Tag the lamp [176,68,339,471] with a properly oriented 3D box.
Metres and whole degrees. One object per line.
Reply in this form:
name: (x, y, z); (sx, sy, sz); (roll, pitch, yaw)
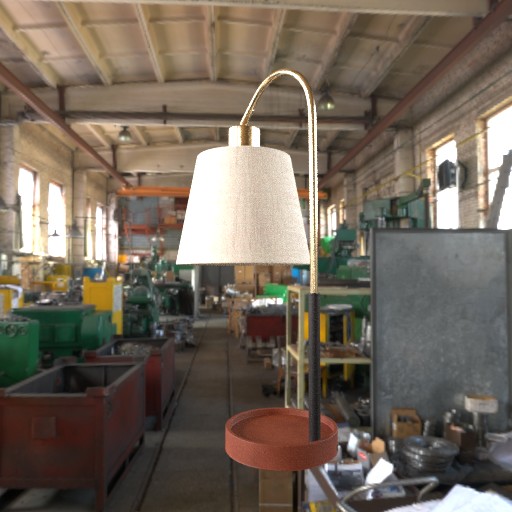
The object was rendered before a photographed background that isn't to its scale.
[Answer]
lamp: (0.000, 0.000, 0.676); (0.211, 0.536, 0.273); (2, -3, -37)
